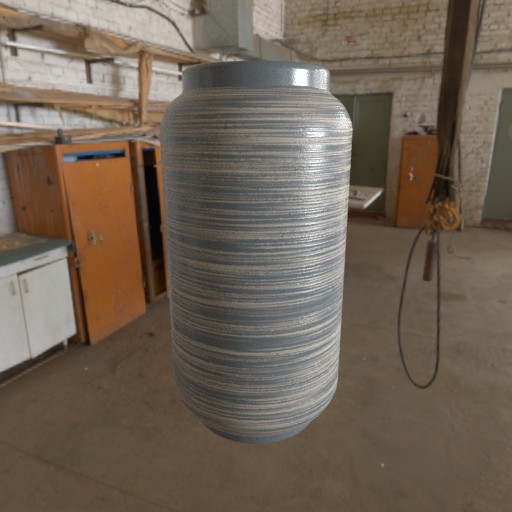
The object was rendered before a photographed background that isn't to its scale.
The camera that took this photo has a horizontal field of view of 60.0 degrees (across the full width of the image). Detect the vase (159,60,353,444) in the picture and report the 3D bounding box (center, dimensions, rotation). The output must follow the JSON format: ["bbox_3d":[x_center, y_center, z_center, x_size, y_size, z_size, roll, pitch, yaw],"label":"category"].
[{"bbox_3d":[0.000,0.000,0.295,0.116,0.230,0.116,0,16,0],"label":"vase"}]
